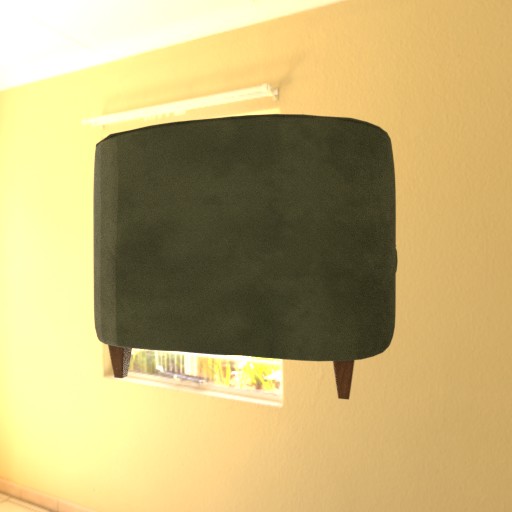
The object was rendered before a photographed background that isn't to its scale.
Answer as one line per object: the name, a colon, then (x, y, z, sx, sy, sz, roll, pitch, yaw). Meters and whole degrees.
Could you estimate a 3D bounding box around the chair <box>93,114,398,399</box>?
chair: (0.000, 0.000, 1.792, 1.104, 0.852, 0.941, 0, 1, 17)
